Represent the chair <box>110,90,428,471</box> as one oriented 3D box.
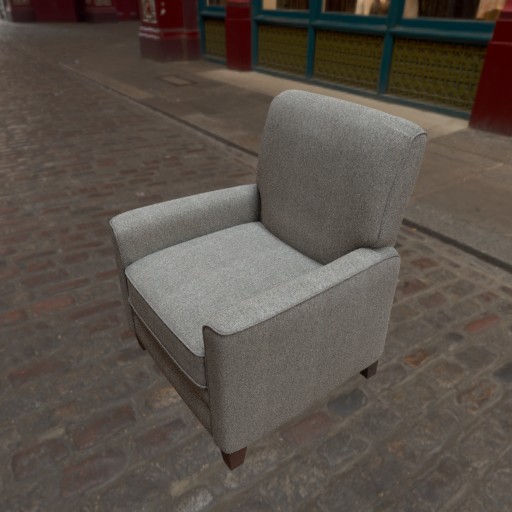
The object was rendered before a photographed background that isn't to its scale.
[{"bbox_3d":[0.000,0.000,1.644,0.858,1.028,0.841,-21,38,-30],"label":"chair"}]
